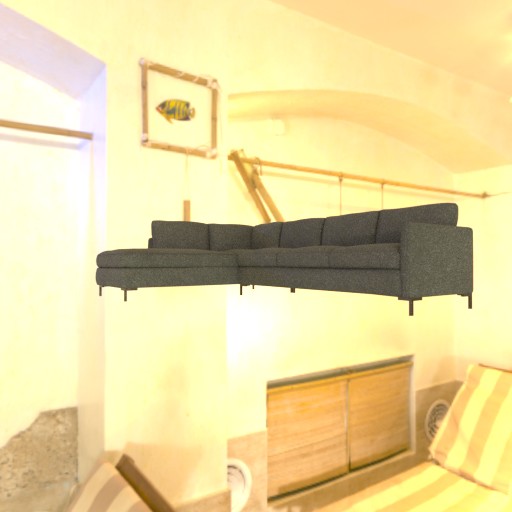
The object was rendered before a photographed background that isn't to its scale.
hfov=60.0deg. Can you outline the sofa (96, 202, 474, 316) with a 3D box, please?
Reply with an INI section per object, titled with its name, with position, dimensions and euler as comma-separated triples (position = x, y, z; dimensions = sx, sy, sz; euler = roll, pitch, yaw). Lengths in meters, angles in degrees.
[sofa]
position = 0.000, 0.000, 3.954
dimensions = 2.007, 0.815, 2.949
euler = 0, -1, -35
